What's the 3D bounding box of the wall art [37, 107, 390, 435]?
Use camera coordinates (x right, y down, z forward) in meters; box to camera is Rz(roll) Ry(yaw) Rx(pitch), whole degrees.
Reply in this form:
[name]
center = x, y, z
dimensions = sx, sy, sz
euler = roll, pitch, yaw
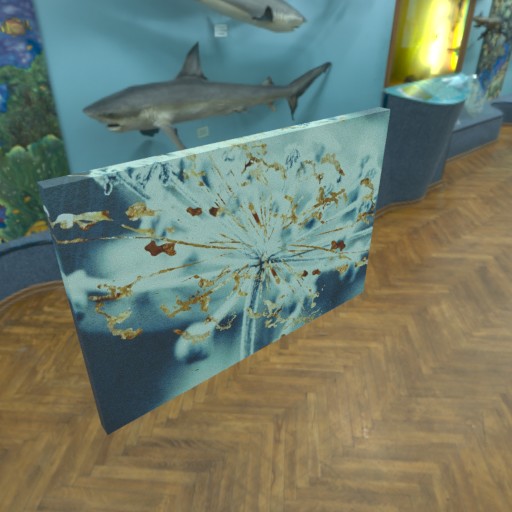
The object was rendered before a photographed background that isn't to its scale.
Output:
[wall art]
center = 0.000, 0.000, 1.130
dimensions = 0.912, 0.608, 0.038
euler = -22, 37, -33
